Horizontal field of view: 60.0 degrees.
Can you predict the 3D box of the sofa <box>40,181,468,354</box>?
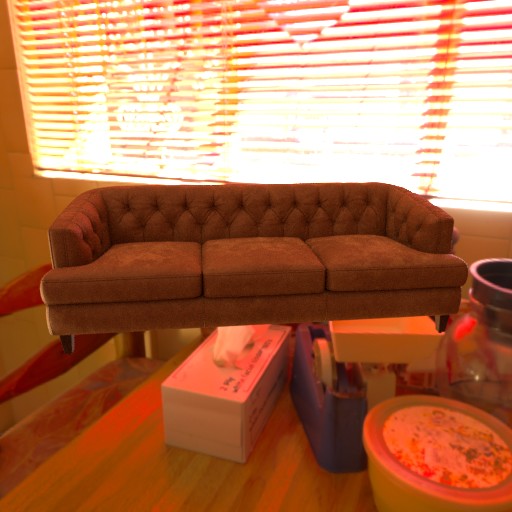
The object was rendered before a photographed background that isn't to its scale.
[{"bbox_3d":[0.000,0.000,2.718,2.257,0.791,0.922,-2,17,-6],"label":"sofa"}]
